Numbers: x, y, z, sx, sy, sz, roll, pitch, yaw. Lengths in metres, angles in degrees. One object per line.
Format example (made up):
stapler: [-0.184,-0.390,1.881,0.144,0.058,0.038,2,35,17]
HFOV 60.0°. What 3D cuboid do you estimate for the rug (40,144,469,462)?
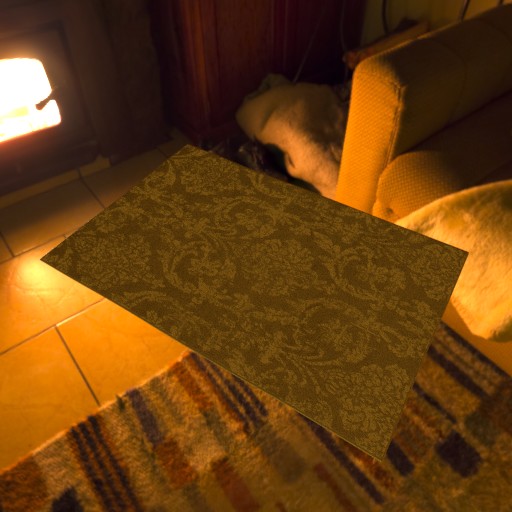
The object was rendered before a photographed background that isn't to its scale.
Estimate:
rug: [0.000,0.000,2.254,1.824,0.012,1.206,25,53,21]
